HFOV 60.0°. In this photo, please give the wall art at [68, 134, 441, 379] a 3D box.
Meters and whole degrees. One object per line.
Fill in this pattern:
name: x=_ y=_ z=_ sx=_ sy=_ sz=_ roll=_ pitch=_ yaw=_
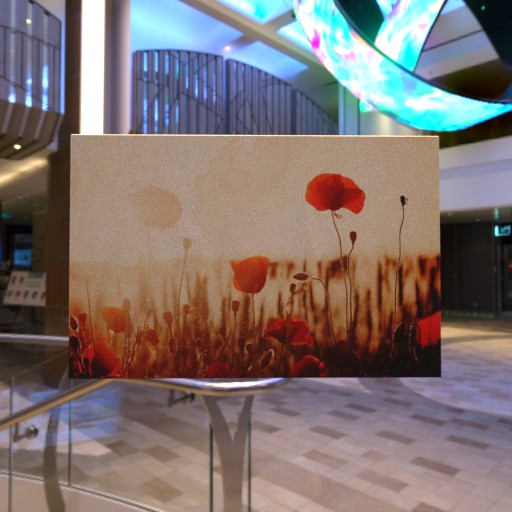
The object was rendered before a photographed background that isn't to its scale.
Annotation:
wall art: x=0.000 y=0.000 z=1.112 sx=0.918 sy=0.602 sz=0.038 roll=0 pitch=-1 yaw=-1
